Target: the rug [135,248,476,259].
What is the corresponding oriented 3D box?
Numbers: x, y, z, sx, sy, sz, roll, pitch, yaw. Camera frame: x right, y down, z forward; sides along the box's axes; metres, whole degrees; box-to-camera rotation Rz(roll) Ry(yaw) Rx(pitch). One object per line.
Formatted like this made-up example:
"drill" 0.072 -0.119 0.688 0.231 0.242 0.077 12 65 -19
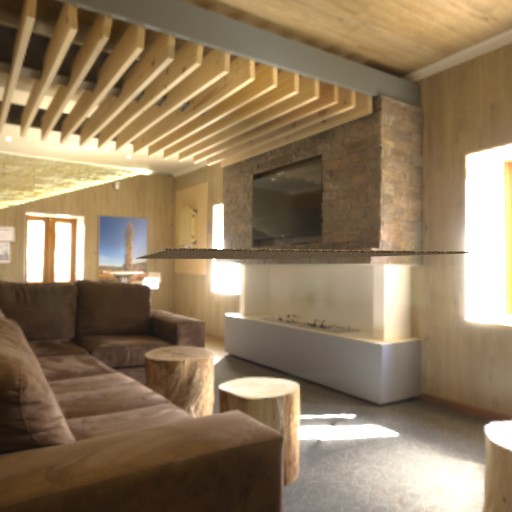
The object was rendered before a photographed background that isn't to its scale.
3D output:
"rug" 0.000 0.000 3.158 1.548 0.013 2.486 0 -1 -18
